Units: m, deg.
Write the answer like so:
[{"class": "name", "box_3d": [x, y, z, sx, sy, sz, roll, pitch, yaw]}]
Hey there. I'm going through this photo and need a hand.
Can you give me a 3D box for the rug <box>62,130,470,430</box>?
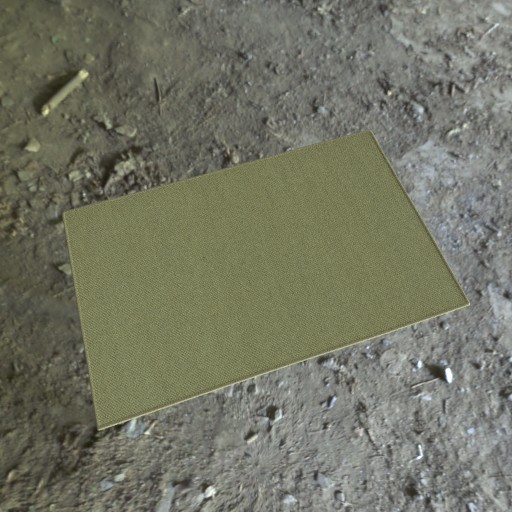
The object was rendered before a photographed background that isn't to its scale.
[{"class": "rug", "box_3d": [0.000, 0.000, 2.088, 1.676, 0.013, 1.067, -17, 65, -8]}]
